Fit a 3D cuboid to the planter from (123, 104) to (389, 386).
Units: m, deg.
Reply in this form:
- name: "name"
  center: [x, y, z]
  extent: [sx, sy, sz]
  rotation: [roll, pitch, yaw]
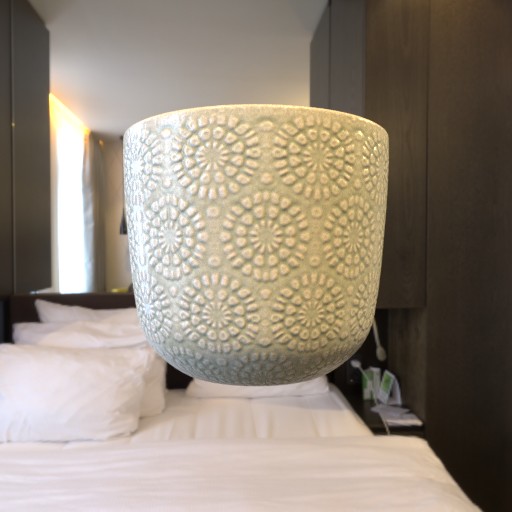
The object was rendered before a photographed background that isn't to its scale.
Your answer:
- name: "planter"
  center: [0.000, 0.000, 0.217]
  extent: [0.124, 0.109, 0.124]
  rotation: [0, 1, 0]
